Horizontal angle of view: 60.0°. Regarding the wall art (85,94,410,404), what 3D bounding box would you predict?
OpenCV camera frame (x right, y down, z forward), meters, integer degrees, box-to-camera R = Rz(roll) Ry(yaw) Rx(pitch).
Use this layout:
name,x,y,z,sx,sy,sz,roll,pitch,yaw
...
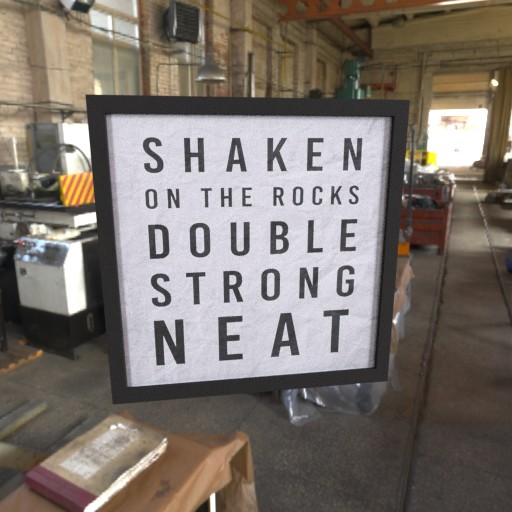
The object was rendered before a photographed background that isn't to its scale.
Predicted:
name,x,y,z,sx,sy,sz,roll,pitch,yaw
wall art,0.000,0.000,0.678,0.456,0.458,0.013,-2,14,-9
